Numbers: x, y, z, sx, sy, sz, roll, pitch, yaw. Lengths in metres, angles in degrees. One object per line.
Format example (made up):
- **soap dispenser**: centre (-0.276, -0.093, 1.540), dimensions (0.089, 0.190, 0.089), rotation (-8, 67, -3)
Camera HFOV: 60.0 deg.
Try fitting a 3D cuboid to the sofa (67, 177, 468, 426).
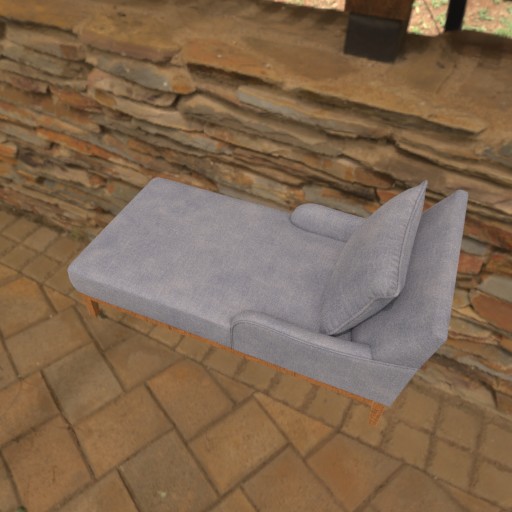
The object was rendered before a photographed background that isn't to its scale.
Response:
- **sofa**: centre (0.000, 0.000, 2.289), dimensions (1.779, 0.883, 0.904), rotation (17, 49, 16)
